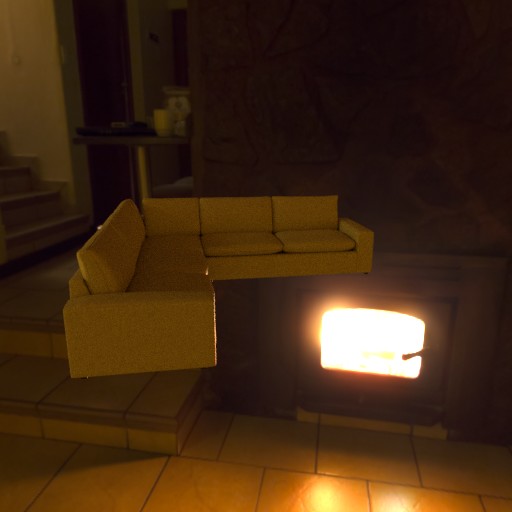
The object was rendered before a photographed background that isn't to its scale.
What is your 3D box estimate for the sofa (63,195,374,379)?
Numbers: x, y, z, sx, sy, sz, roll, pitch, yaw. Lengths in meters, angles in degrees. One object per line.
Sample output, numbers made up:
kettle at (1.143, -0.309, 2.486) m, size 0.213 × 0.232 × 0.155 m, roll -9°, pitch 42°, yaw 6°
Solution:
sofa at (0.000, 0.000, 4.084) m, size 2.742 × 0.800 × 2.622 m, roll -2°, pitch 15°, yaw -9°
